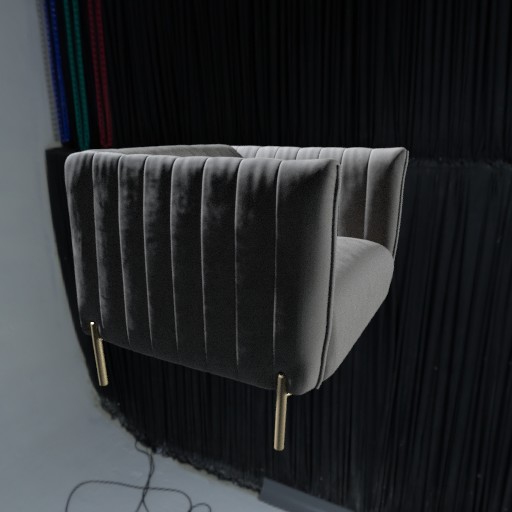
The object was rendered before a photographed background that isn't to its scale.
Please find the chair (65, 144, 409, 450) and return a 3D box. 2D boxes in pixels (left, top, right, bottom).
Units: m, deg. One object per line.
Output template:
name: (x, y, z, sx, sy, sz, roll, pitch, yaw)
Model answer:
chair: (0.000, 0.000, 1.627, 0.873, 0.779, 0.981, 8, 17, 27)
